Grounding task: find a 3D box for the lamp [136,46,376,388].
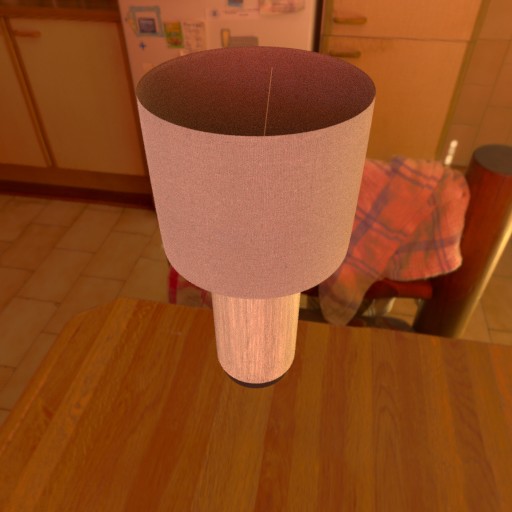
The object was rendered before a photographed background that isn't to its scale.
[{"bbox_3d":[0.000,0.000,0.572,0.228,0.444,0.228,-14,43,-15],"label":"lamp"}]
